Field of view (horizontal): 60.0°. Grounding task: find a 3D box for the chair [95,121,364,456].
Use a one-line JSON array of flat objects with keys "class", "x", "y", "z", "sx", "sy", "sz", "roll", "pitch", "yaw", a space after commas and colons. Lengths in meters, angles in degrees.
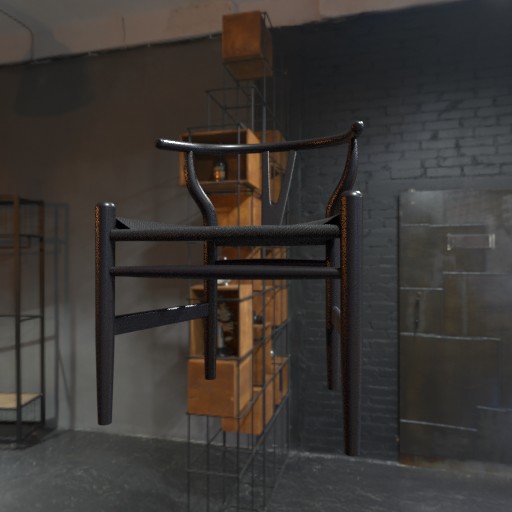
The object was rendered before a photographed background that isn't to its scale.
[{"class": "chair", "x": 0.000, "y": 0.000, "z": 1.148, "sx": 0.569, "sy": 0.730, "sz": 0.579, "roll": 0, "pitch": -1, "yaw": 17}]
